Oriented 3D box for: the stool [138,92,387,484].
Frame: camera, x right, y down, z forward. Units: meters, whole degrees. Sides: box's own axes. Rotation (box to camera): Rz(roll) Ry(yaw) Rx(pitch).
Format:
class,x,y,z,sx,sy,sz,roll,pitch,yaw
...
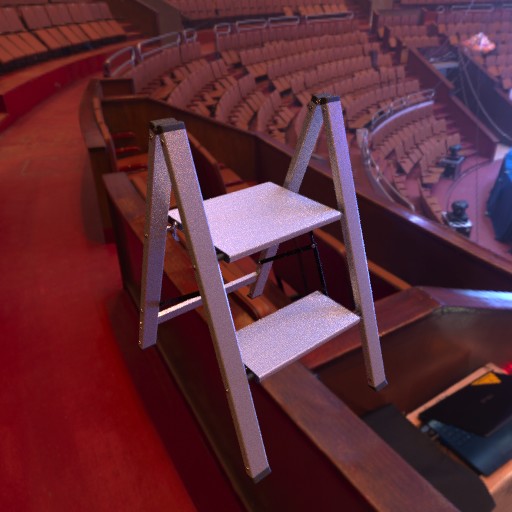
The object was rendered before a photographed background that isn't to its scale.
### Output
class,x,y,z,sx,sy,sz,roll,pitch,yaw
stool,0.000,0.000,1.027,0.440,0.670,0.535,-22,36,-33
